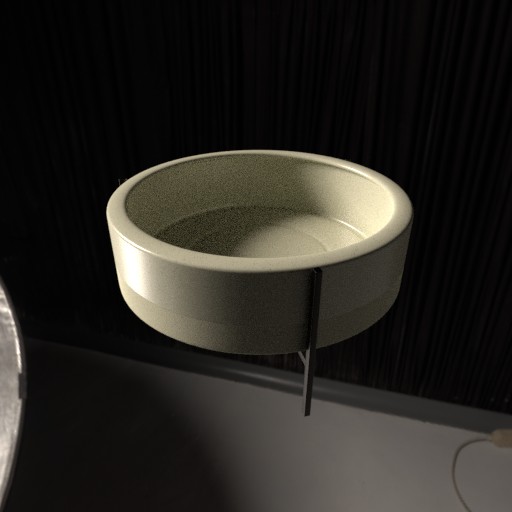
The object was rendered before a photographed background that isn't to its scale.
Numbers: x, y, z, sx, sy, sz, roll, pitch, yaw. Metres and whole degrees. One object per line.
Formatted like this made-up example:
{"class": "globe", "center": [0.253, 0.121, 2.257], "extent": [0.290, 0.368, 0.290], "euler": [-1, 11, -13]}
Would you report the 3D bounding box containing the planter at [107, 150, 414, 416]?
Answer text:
{"class": "planter", "center": [0.000, 0.000, 0.547], "extent": [0.345, 0.171, 0.336], "euler": [8, 31, 13]}
